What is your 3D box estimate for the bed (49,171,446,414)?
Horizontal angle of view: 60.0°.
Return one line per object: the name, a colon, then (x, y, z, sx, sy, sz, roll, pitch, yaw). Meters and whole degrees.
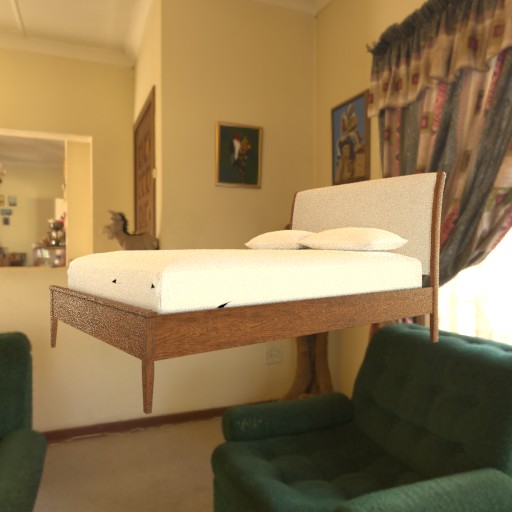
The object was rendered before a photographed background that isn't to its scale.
bed: (0.000, 0.000, 3.161, 2.380, 1.250, 1.612, -1, 2, -38)
